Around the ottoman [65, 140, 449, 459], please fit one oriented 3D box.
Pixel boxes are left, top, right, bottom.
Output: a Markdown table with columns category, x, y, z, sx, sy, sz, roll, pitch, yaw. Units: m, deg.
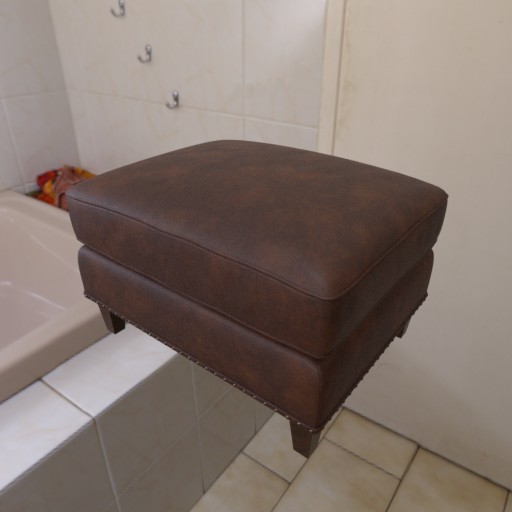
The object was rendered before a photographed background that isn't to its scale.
| category | x | y | z | sx | sy | sz | roll | pitch | yaw |
| --- | --- | --- | --- | --- | --- | --- | --- | --- | --- |
| ottoman | 0.000 | 0.000 | 1.135 | 0.742 | 0.486 | 0.586 | 21 | 35 | 33 |
